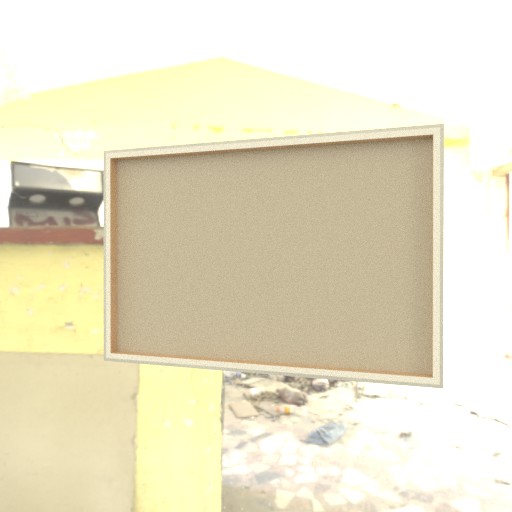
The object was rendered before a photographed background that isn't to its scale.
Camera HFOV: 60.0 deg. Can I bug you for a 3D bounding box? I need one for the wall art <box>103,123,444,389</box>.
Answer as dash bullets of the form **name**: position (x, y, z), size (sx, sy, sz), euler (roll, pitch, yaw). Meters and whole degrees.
- **wall art**: position (0.000, 0.000, 1.171), size (0.915, 0.610, 0.038), euler (0, 0, 17)
